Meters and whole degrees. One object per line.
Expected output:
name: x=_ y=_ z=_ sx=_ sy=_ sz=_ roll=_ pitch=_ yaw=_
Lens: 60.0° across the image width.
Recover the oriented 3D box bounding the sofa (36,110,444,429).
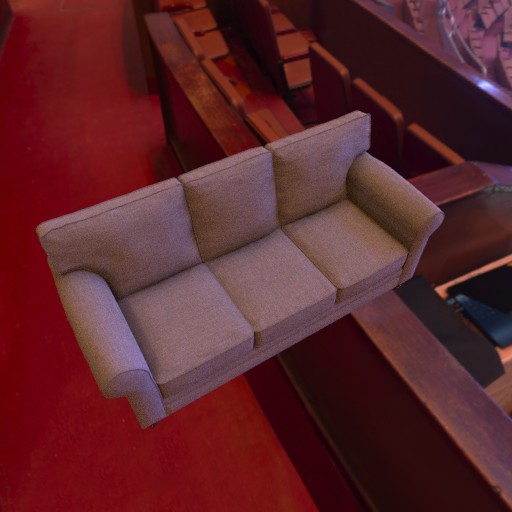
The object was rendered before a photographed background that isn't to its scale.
sofa: x=0.000 y=0.000 z=2.574 sx=2.084 sy=0.961 sz=0.916 roll=-25 pitch=52 yaw=-21
